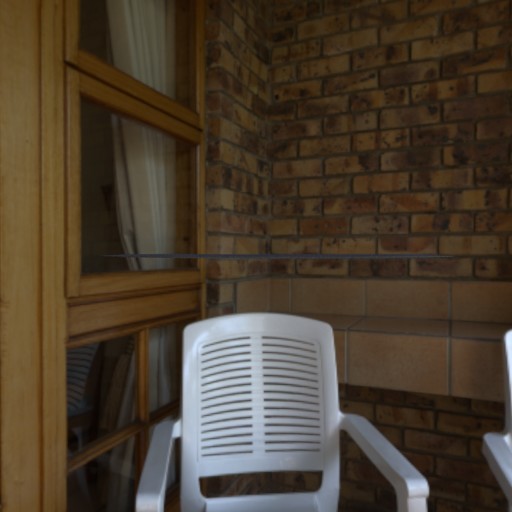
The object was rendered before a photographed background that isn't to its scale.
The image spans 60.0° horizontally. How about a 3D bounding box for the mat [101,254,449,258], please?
[{"bbox_3d":[0.000,0.000,1.822,1.524,0.013,0.913,0,0,18],"label":"mat"}]
